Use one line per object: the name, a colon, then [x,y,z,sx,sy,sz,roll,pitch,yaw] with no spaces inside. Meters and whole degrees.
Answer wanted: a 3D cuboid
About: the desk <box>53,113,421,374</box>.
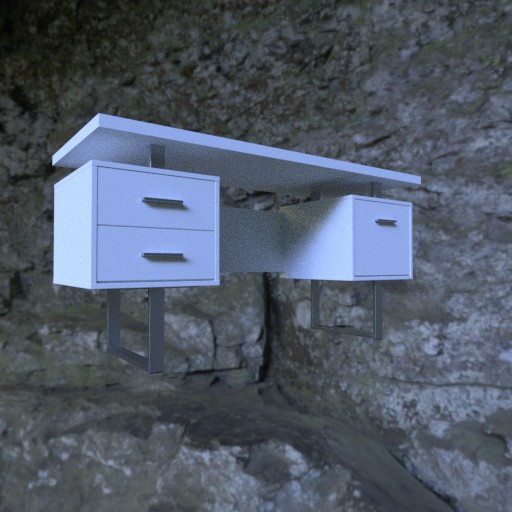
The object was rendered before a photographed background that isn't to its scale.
desk: [0.000,0.000,1.925,1.530,0.773,0.603,1,-1,-36]
